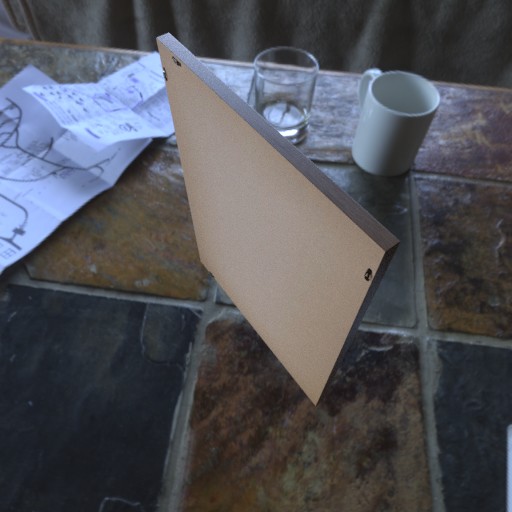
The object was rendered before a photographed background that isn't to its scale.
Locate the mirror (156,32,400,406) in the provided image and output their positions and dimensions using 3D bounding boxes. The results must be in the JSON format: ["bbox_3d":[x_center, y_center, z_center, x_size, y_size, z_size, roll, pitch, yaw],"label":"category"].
[{"bbox_3d":[0.000,0.000,1.330,0.040,1.016,0.762,-32,63,-19],"label":"mirror"}]
